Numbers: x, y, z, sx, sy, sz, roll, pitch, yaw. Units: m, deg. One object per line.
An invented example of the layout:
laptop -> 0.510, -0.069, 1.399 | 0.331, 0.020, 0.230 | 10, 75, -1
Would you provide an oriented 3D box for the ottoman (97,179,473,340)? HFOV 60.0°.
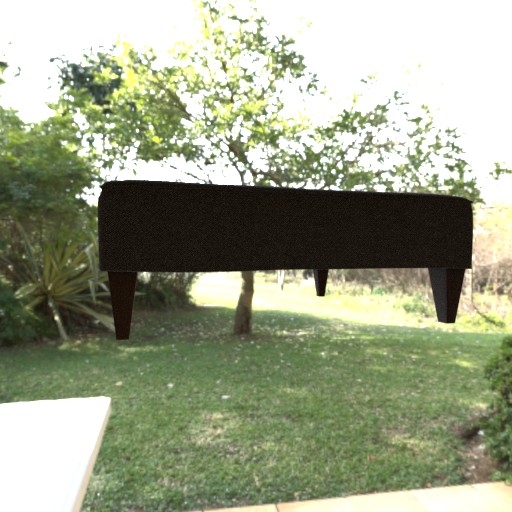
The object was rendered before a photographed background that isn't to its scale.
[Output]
ottoman -> 0.000, 0.000, 1.535 | 0.981, 0.378, 0.970 | 0, 0, -16
